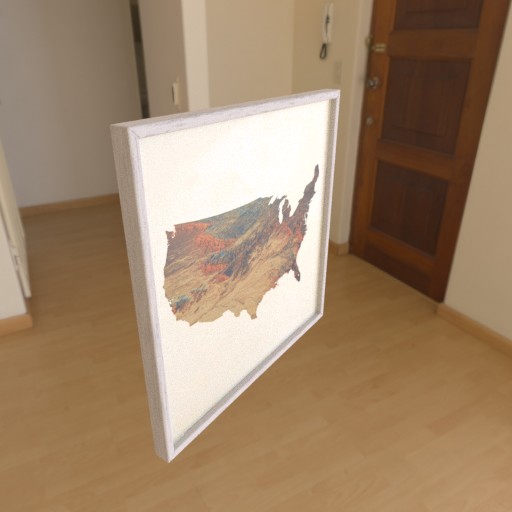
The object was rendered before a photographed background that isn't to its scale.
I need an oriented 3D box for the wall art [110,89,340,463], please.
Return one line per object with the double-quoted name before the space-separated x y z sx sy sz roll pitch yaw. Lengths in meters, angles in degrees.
"wall art" 0.000 0.000 1.953 0.078 1.288 1.287 17 31 32
